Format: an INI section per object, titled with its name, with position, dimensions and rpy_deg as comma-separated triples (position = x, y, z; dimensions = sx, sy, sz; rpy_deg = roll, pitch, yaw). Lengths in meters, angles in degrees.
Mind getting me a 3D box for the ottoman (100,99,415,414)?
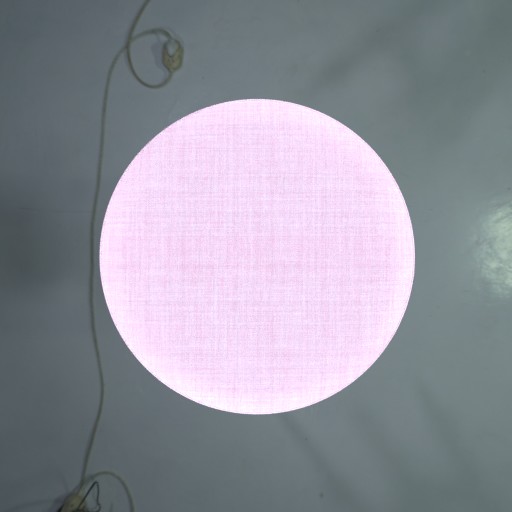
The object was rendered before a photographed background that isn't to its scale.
[ottoman]
position = 0.000, 0.000, 0.737
dimensions = 0.400, 0.406, 0.400
rpy_deg = 0, 90, -1
